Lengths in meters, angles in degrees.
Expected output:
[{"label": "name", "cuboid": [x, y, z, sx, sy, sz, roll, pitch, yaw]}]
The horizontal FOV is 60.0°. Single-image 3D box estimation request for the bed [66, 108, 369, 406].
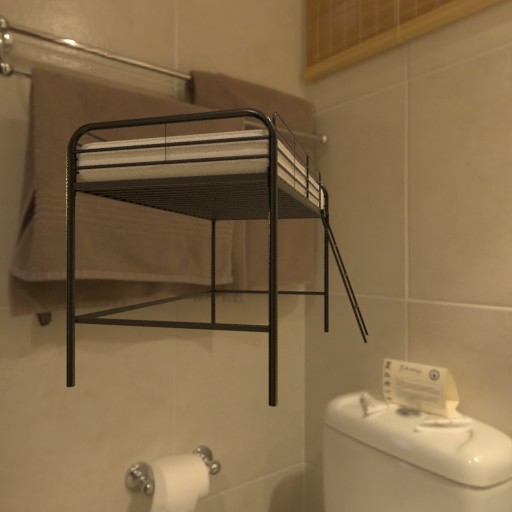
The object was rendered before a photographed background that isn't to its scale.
[{"label": "bed", "cuboid": [0.000, 0.000, 2.927, 1.393, 1.289, 1.968, 0, 0, 16]}]
